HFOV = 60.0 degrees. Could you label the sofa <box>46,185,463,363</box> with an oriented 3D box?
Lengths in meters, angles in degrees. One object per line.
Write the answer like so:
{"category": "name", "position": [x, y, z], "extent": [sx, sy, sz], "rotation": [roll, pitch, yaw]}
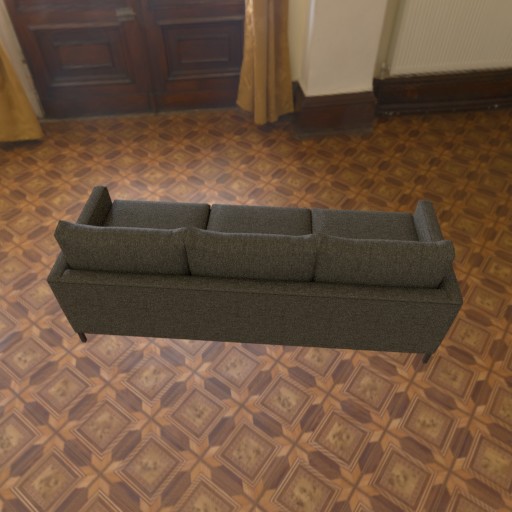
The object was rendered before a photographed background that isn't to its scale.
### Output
{"category": "sofa", "position": [0.000, 0.000, 2.769], "extent": [2.253, 0.879, 0.876], "rotation": [3, 46, 3]}
